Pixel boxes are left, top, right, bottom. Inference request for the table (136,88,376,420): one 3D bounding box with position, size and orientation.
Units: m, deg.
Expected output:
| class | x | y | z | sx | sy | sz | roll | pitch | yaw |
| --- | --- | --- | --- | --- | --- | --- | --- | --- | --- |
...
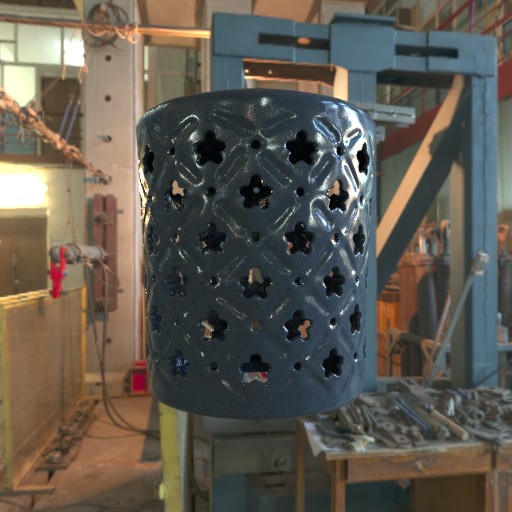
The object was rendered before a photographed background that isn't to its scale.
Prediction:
| class | x | y | z | sx | sy | sz | roll | pitch | yaw |
| --- | --- | --- | --- | --- | --- | --- | --- | --- | --- |
| table | 0.000 | 0.000 | 0.671 | 0.352 | 0.387 | 0.352 | 0 | 0 | 0 |
